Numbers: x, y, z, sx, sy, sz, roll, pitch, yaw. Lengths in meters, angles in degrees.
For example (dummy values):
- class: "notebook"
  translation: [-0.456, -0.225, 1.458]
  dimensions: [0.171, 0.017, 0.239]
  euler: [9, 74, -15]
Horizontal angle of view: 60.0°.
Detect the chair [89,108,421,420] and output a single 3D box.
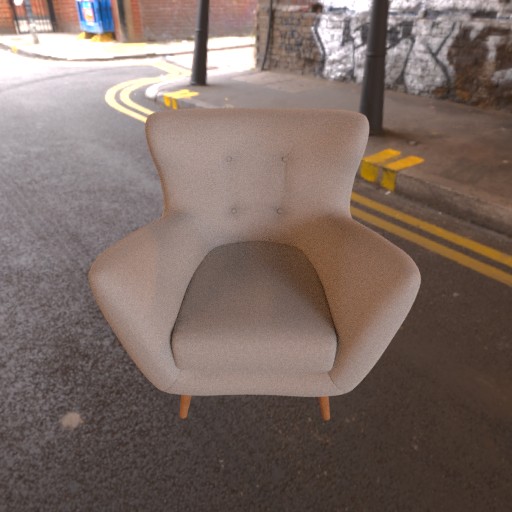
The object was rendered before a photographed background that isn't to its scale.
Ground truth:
- class: "chair"
  translation: [0.000, 0.000, 1.582]
  dimensions: [0.890, 0.889, 0.889]
  euler: [0, 31, 1]
